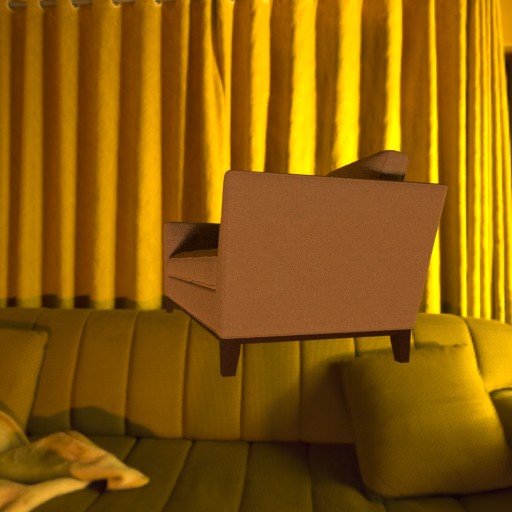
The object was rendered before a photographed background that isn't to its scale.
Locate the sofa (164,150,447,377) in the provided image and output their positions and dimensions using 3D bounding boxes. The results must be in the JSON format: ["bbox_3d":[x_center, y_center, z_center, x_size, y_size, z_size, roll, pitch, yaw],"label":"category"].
[{"bbox_3d":[0.000,0.000,2.859,0.965,0.940,2.388,0,-1,-17],"label":"sofa"}]
